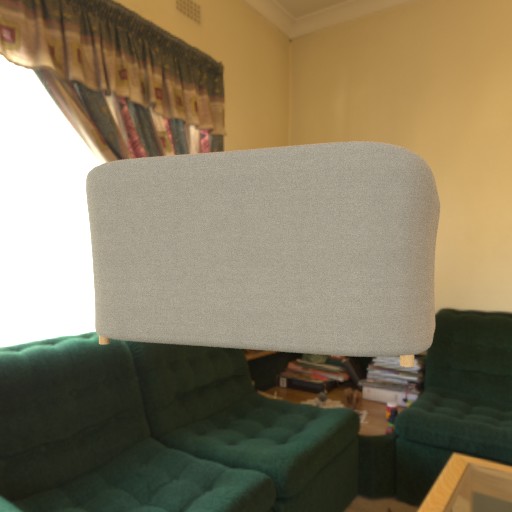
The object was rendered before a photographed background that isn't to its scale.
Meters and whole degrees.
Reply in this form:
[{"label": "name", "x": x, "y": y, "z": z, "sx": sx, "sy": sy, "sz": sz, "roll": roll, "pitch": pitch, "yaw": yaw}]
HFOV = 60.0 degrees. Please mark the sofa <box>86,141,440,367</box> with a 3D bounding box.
[{"label": "sofa", "x": 0.000, "y": 0.000, "z": 1.827, "sx": 1.452, "sy": 0.721, "sz": 0.705, "roll": 0, "pitch": 0, "yaw": 18}]
